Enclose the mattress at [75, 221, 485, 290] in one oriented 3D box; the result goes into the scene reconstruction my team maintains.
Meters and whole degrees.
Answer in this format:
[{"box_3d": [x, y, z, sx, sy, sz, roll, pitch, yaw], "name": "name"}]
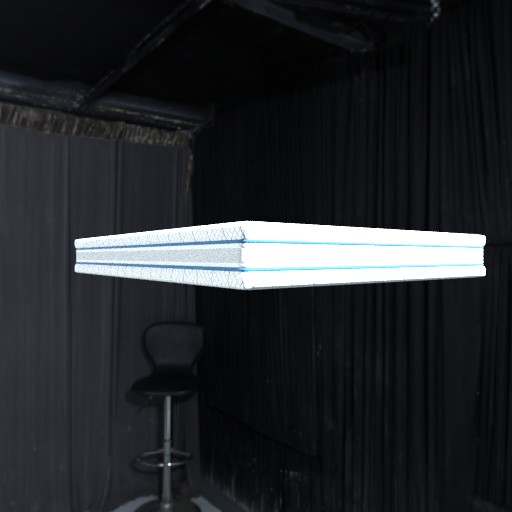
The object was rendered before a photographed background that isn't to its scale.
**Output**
[{"box_3d": [0.000, 0.000, 2.707, 1.600, 0.230, 2.000, 0, 0, -37], "name": "mattress"}]
